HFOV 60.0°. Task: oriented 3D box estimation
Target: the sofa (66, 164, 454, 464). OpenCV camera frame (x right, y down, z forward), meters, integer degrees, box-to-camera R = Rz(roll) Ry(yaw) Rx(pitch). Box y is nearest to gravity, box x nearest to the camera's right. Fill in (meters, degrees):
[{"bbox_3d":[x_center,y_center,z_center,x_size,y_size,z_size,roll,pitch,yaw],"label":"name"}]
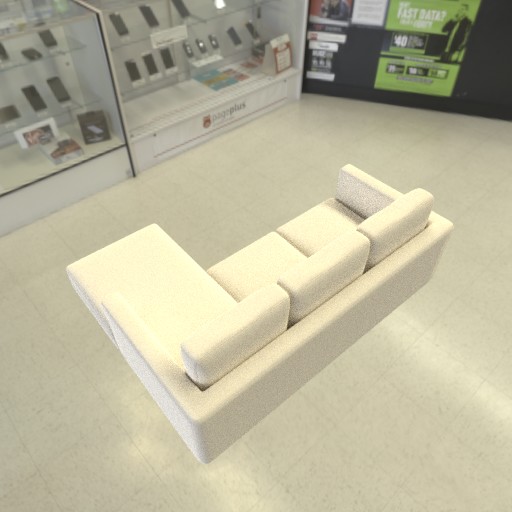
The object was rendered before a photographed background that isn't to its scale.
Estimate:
[{"bbox_3d":[0.000,0.000,2.949,2.029,0.899,1.580,-31,53,-27],"label":"sofa"}]
